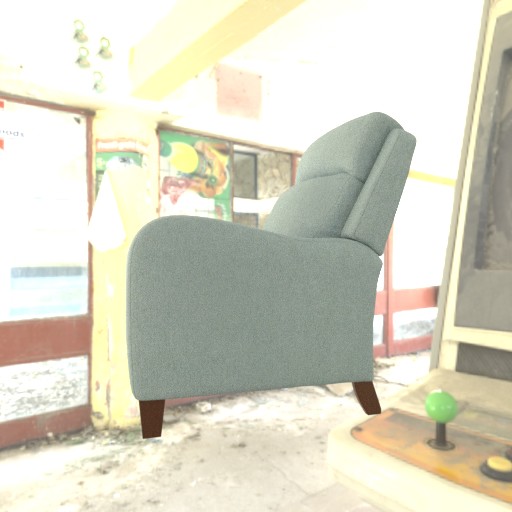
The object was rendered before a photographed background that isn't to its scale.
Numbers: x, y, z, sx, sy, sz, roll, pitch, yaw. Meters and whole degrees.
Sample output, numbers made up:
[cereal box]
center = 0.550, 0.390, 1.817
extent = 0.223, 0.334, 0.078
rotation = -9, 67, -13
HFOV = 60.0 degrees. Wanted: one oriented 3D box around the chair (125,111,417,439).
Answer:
[chair]
center = 0.000, 0.000, 1.749
extent = 0.988, 1.067, 0.785
rotation = 0, 0, -16
